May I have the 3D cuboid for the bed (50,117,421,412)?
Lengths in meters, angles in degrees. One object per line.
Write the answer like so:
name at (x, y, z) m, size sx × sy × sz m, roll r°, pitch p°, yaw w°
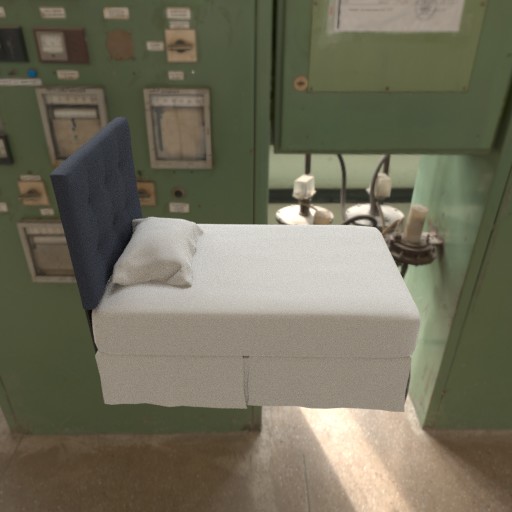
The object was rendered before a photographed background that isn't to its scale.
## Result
bed at (0.000, 0.000, 2.983) m, size 1.997 × 1.571 × 1.261 m, roll 1°, pitch 31°, yaw 1°
